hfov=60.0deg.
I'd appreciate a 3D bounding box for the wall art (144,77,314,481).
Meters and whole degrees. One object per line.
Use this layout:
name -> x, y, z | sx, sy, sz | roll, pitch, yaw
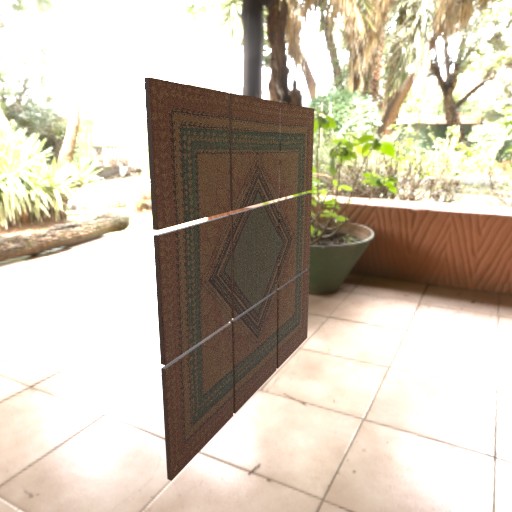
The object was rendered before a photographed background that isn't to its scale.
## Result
wall art -> 0.000, 0.000, 1.355 | 0.013, 0.914, 0.915 | 7, 16, 26
